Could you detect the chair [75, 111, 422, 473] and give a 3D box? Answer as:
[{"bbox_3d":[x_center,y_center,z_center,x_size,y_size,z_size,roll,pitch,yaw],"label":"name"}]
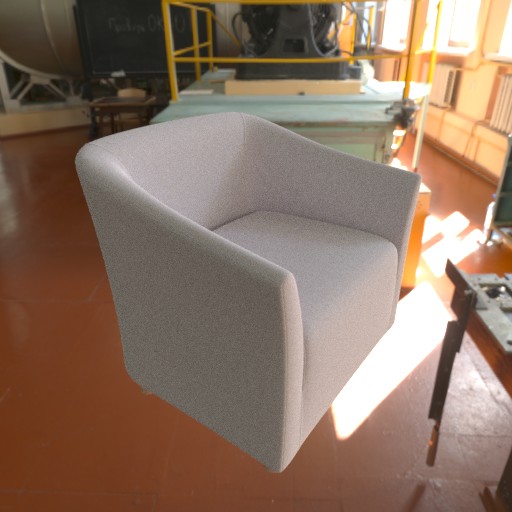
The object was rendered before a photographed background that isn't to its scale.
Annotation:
[{"bbox_3d":[0.000,0.000,1.330,0.700,0.720,0.790,18,32,31],"label":"chair"}]
